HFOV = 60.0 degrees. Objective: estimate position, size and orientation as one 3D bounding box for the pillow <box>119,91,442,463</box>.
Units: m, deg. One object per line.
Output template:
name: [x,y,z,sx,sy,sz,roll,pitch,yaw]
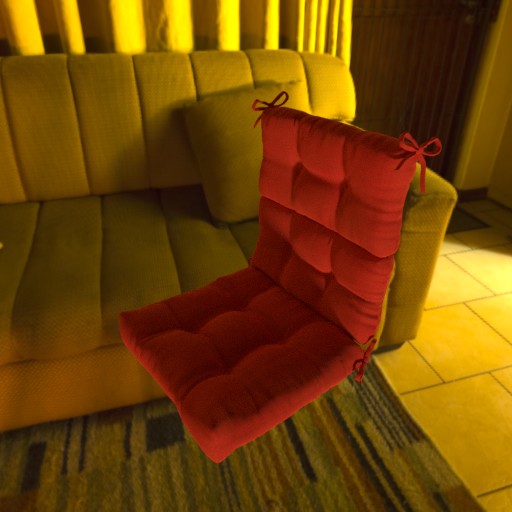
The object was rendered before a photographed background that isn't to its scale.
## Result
pillow: [0.000,0.000,1.032,0.571,0.605,0.519,-21,37,-31]
